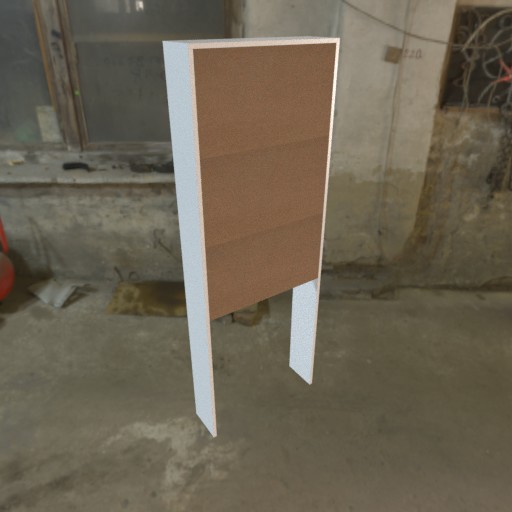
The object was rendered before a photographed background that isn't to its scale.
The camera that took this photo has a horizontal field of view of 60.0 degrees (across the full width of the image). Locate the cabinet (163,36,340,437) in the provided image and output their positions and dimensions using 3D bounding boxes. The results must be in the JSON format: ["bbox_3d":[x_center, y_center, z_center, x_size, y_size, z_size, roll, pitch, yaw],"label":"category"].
[{"bbox_3d":[0.000,0.000,2.013,0.643,1.770,0.192,-18,34,-30],"label":"cabinet"}]
